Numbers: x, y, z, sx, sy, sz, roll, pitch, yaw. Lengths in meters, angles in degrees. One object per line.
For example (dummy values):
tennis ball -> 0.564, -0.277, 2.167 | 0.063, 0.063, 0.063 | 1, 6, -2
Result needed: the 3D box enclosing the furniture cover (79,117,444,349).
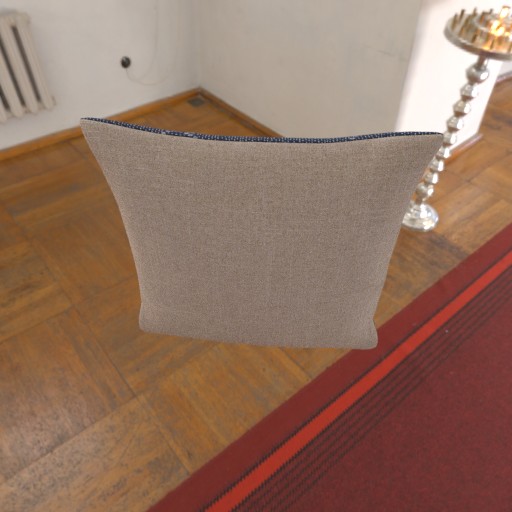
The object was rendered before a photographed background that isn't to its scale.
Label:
furniture cover -> 0.000, 0.000, 0.782 | 0.511, 0.503, 0.162 | 4, 44, 4
